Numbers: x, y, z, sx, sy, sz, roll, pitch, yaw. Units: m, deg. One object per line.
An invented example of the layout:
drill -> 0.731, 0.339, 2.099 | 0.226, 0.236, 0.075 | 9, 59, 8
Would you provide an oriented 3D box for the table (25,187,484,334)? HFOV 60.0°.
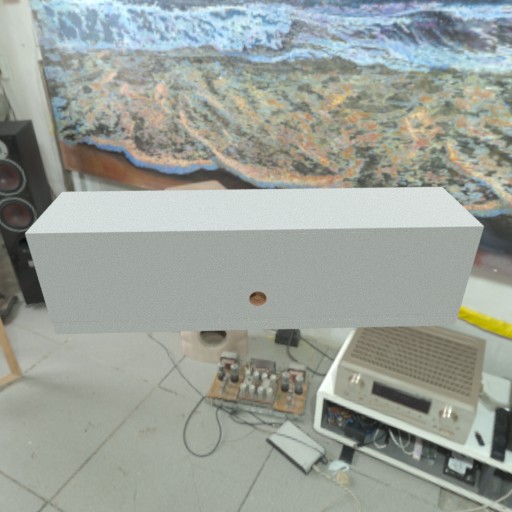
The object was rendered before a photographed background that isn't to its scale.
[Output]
table -> 0.000, 0.000, 1.779 | 1.550, 0.440, 0.400 | -1, 30, -2
